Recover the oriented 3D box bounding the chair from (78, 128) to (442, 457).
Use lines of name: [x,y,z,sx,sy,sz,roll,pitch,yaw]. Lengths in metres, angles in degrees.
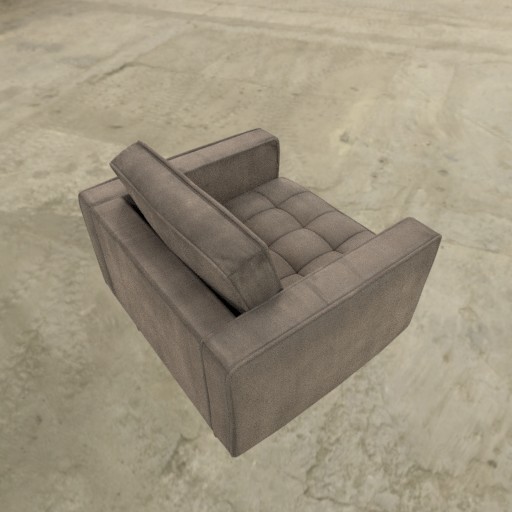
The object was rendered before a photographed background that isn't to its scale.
chair: [0.000,0.000,1.531,0.843,0.773,0.928,-27,49,-27]
